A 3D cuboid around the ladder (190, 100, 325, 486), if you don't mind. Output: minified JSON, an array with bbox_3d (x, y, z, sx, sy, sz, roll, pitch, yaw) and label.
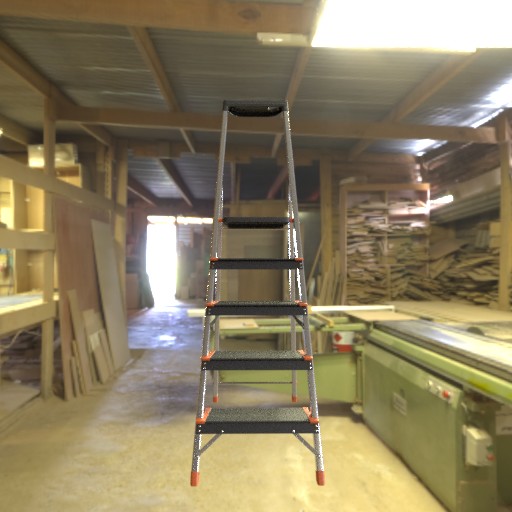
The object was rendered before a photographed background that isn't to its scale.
[{"bbox_3d":[0.000,0.000,2.078,0.480,1.646,0.995,0,-1,-1],"label":"ladder"}]
